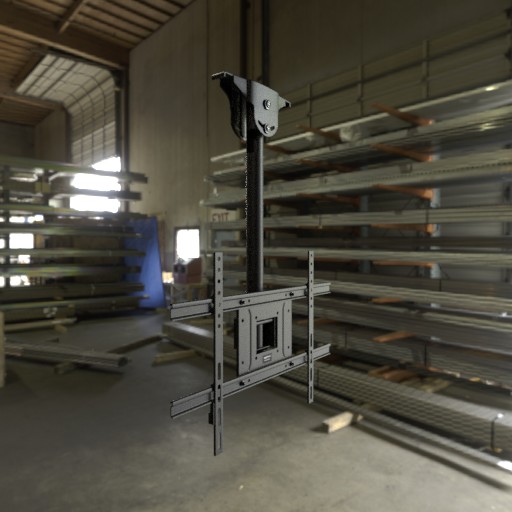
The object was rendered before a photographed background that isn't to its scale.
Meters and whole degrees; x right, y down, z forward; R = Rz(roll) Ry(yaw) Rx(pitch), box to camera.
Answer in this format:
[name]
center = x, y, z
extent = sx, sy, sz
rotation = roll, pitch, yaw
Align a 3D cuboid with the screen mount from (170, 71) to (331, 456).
[screen mount]
center = 0.000, 0.000, 1.038
extent = 0.090, 0.775, 0.595
rotation = 1, 2, 37
